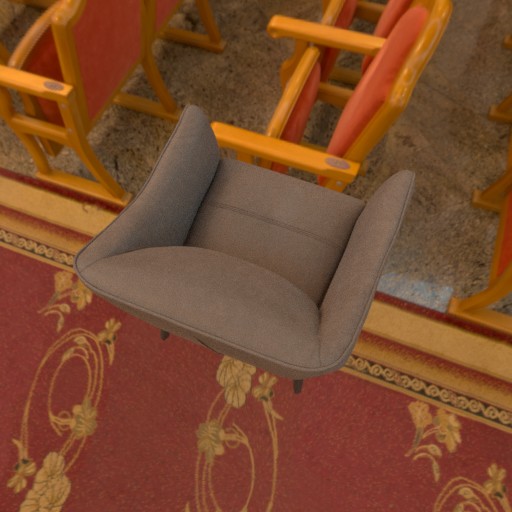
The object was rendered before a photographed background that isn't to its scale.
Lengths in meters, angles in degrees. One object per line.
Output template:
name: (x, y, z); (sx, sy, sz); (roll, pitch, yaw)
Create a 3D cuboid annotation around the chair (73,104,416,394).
chair: (0.000, 0.000, 1.564); (0.871, 0.830, 0.852); (20, 65, 10)
